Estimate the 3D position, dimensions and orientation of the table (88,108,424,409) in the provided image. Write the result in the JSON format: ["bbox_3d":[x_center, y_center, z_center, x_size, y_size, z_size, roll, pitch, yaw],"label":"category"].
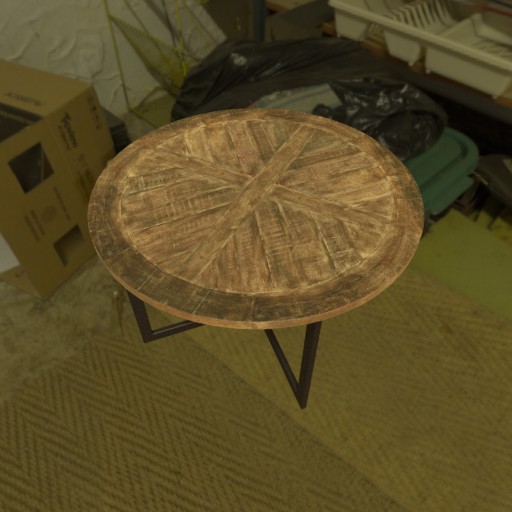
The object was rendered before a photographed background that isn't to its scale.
[{"bbox_3d":[0.000,0.000,1.993,1.264,0.762,1.264,0,46,0],"label":"table"}]
